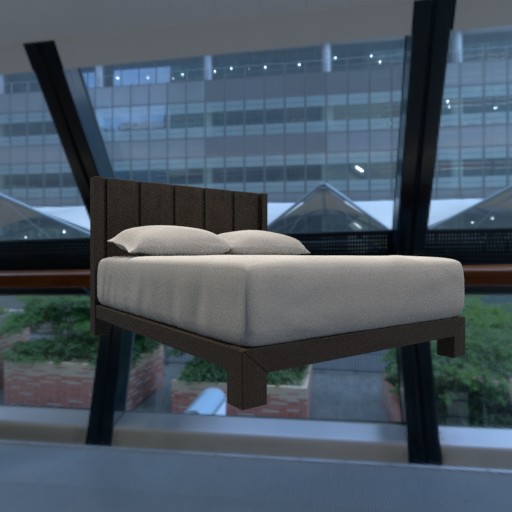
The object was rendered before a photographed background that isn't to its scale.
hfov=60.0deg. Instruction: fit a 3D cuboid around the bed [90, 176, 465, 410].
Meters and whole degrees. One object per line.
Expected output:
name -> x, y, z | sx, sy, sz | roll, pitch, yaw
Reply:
bed -> 0.000, 0.000, 3.220 | 1.727, 1.270, 2.242 | 0, 0, -36
